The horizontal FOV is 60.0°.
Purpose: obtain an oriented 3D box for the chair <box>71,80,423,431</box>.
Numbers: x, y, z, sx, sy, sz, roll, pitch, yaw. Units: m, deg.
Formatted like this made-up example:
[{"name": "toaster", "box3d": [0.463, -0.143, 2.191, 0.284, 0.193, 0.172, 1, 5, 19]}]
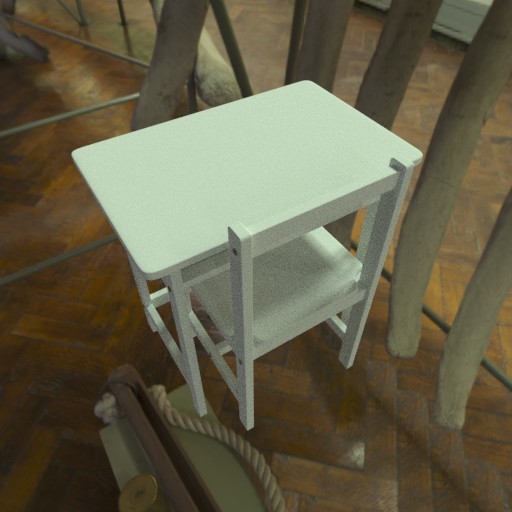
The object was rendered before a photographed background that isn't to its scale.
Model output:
[{"name": "chair", "box3d": [0.000, 0.000, 1.061, 0.599, 0.673, 0.461, -25, 51, -21]}]
